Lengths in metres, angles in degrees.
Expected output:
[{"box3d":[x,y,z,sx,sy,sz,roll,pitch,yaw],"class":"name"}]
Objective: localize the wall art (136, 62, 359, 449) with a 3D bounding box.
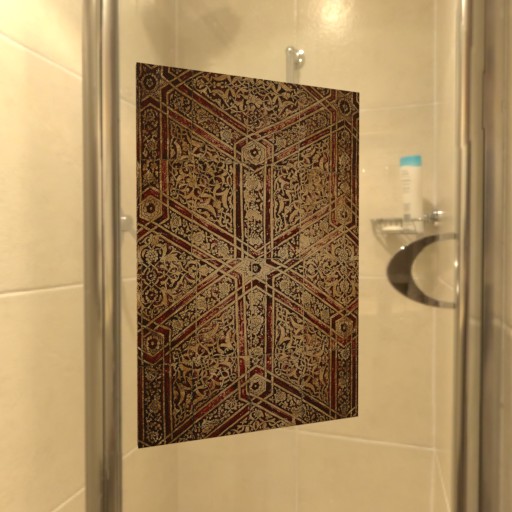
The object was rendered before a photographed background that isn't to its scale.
[{"box3d":[0.000,0.000,0.762,0.397,0.599,0.020,0,1,-20],"class":"wall art"}]
